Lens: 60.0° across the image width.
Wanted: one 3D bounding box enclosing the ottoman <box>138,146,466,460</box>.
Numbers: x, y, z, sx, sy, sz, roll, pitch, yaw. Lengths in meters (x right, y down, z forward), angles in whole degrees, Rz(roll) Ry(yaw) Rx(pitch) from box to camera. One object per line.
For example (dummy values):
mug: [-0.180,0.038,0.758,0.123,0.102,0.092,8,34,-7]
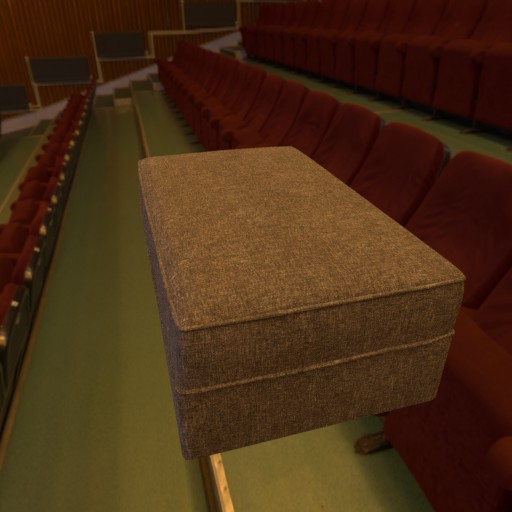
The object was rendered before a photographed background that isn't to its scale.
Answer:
ottoman: [0.000,0.000,1.519,0.717,0.487,1.184,-8,30,-14]
